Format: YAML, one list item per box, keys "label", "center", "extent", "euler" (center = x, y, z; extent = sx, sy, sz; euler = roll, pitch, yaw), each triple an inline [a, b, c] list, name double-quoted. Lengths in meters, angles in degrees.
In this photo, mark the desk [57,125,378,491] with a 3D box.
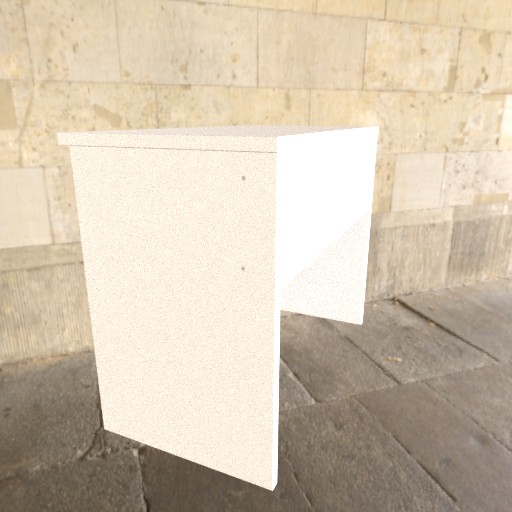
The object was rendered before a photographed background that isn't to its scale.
- label: "desk"
  center: [0.000, 0.000, 1.322]
  extent: [0.498, 0.729, 0.900]
  euler: [8, 19, 24]
